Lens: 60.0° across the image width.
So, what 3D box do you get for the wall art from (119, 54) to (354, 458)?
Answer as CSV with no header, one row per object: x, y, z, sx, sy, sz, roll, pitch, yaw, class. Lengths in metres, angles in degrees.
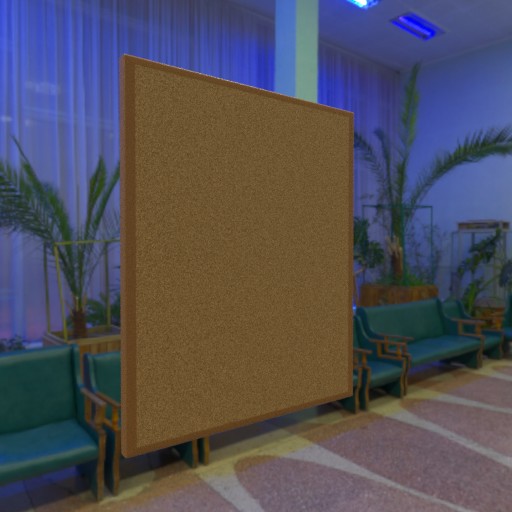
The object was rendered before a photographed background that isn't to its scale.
0.000,0.000,0.743,0.452,0.553,0.022,-1,1,-35,wall art
